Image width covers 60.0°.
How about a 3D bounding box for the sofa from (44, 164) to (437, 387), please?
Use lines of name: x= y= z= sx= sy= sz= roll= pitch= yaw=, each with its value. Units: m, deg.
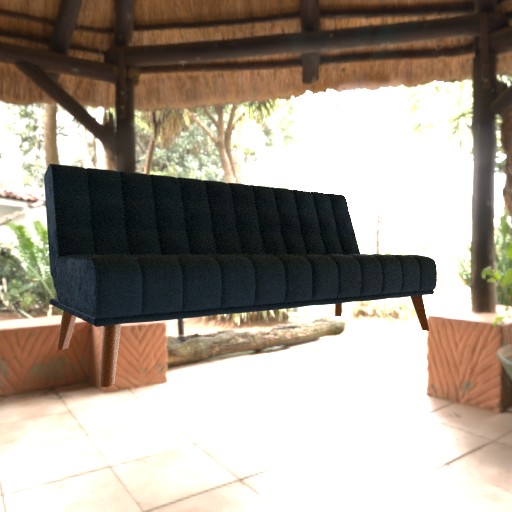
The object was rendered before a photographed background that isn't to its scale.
sofa: x=0.000 y=0.000 z=2.223 sx=1.804 sy=0.813 sz=0.855 roll=0 pitch=1 yaw=-35
